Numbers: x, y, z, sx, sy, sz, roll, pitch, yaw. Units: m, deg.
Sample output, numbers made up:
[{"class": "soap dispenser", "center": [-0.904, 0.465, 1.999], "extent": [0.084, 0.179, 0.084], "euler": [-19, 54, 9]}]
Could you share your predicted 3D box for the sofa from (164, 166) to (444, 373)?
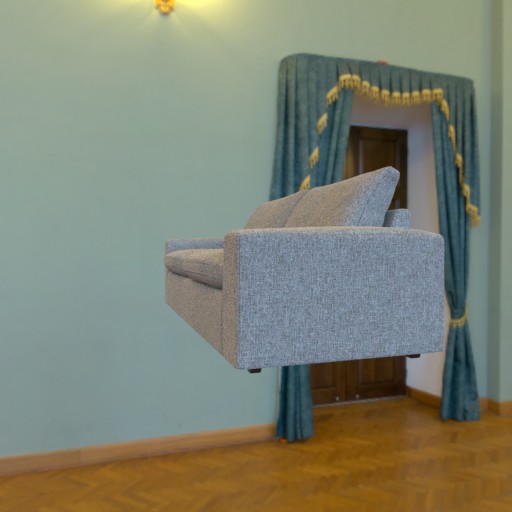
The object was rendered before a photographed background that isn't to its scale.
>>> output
[{"class": "sofa", "center": [0.000, 0.000, 2.928], "extent": [1.040, 0.922, 2.299], "euler": [0, 1, -18]}]
